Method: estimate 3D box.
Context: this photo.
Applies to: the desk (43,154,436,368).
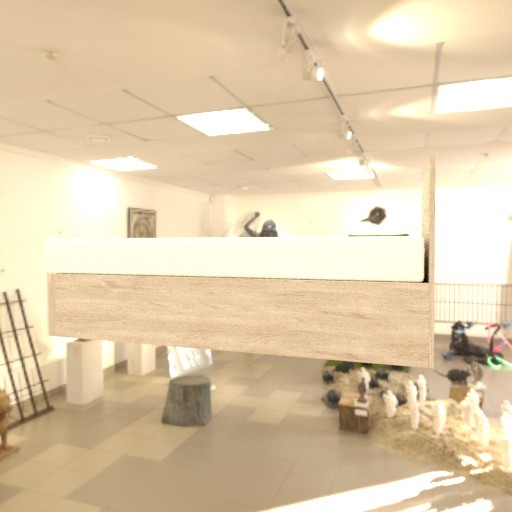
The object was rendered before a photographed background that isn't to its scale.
[{"bbox_3d":[0.000,0.000,2.624,1.900,0.800,1.400,0,1,19],"label":"desk"}]
